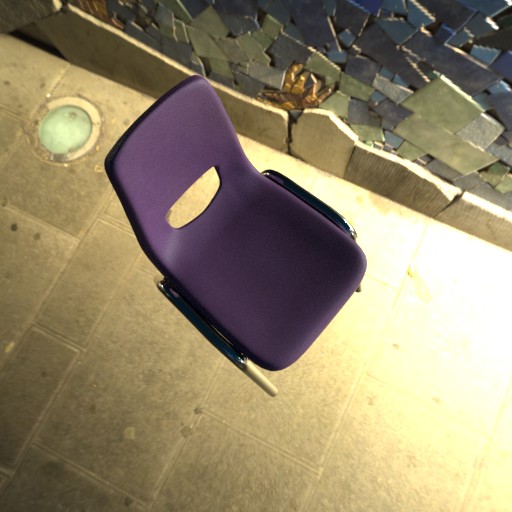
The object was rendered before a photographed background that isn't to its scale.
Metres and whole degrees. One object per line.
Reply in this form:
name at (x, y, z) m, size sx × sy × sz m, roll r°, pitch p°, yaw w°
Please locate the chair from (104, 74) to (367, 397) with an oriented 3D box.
chair at (0.000, 0.000, 0.847) m, size 0.419 × 0.584 × 0.356 m, roll 40°, pitch 78°, yaw 10°
